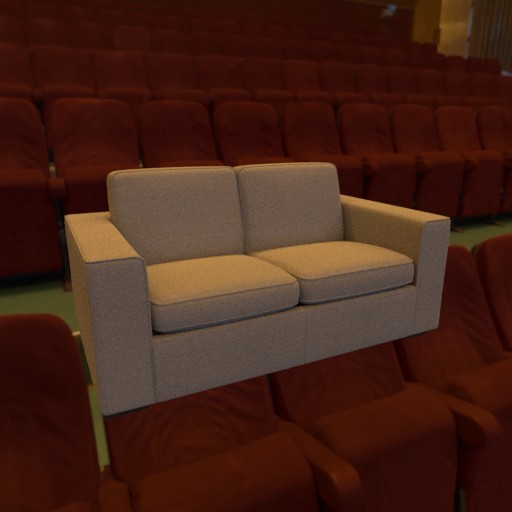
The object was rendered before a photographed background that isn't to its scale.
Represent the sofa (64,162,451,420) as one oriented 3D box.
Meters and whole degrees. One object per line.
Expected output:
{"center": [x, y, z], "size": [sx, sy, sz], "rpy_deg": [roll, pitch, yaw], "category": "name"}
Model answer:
{"center": [0.000, 0.000, 2.397], "size": [1.812, 0.924, 1.007], "rpy_deg": [-8, 18, -25], "category": "sofa"}
